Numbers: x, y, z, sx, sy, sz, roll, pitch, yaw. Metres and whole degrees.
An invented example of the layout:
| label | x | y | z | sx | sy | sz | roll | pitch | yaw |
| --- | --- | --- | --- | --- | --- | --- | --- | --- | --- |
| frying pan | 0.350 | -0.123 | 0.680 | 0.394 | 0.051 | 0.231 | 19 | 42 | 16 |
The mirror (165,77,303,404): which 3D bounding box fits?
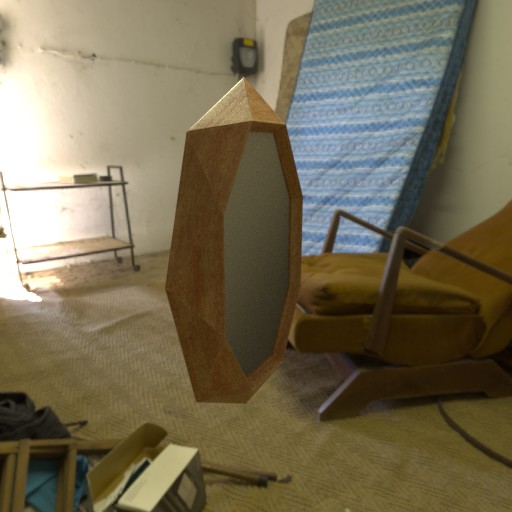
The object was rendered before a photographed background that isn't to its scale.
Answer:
| label | x | y | z | sx | sy | sz | roll | pitch | yaw |
| --- | --- | --- | --- | --- | --- | --- | --- | --- | --- |
| mirror | 0.000 | 0.000 | 1.018 | 0.070 | 0.774 | 0.577 | 7 | 15 | 27 |
